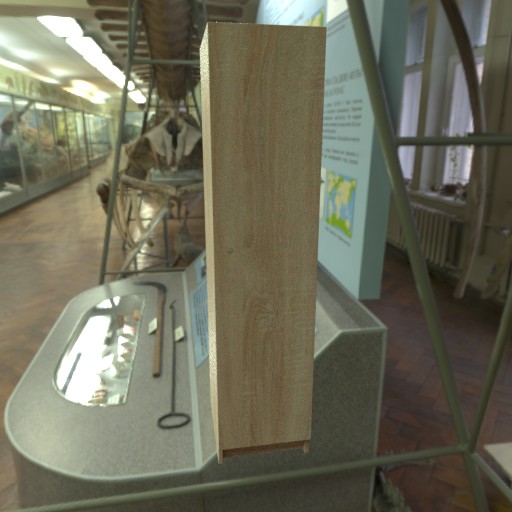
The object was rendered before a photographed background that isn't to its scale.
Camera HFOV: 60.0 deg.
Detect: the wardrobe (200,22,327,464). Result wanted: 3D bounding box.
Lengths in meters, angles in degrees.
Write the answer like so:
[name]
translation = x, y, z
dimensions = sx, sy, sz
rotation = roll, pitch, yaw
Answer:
[wardrobe]
translation = 0.000, 0.000, 2.366
dimensions = 0.496, 2.117, 0.588
rotation = -3, 16, -10
